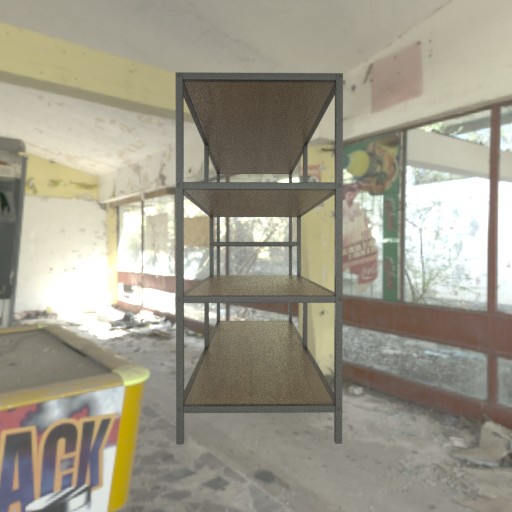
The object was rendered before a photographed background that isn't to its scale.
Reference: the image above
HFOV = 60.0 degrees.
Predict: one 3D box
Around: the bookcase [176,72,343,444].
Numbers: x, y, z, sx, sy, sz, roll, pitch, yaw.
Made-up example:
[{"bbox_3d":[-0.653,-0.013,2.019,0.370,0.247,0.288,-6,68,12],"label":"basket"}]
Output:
[{"bbox_3d":[0.000,0.000,1.499,0.350,0.780,1.140,0,1,-1],"label":"bookcase"}]
